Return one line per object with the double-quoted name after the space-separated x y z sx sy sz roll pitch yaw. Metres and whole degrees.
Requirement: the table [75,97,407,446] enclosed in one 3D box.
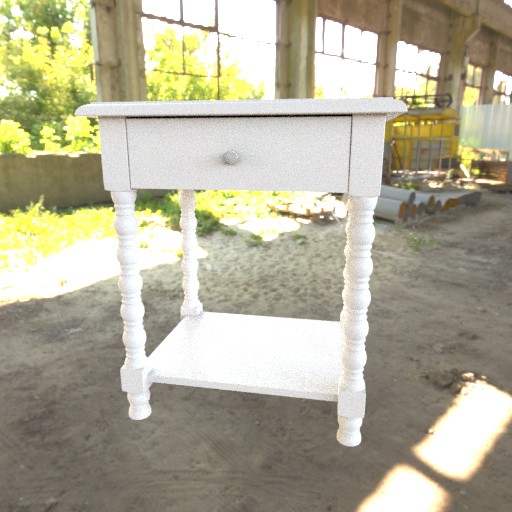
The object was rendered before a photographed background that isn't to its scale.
0.000 0.000 0.840 0.460 0.531 0.381 3 15 11 "table"
